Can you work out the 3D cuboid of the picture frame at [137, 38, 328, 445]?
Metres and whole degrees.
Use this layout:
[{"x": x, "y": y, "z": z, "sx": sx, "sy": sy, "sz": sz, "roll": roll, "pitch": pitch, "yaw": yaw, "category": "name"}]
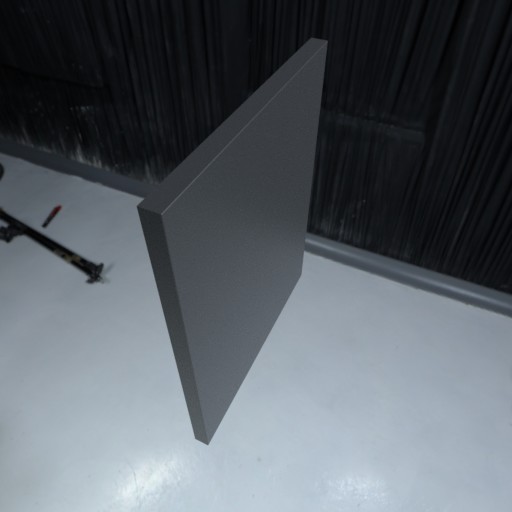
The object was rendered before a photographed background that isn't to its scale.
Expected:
[{"x": 0.000, "y": 0.000, "z": 0.757, "sx": 0.028, "sy": 0.556, "sz": 0.460, "roll": 19, "pitch": 49, "yaw": 17, "category": "picture frame"}]
